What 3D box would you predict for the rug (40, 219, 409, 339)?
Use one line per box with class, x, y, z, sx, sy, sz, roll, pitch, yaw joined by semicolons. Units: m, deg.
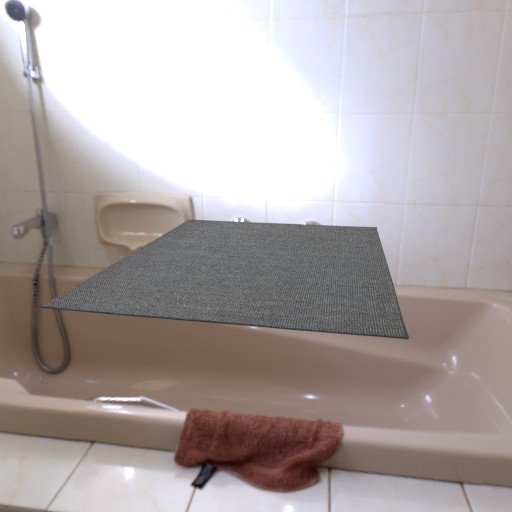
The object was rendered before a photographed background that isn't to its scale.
rug;0.000;0.000;4.271;2.456;0.021;3.068;3;17;11
